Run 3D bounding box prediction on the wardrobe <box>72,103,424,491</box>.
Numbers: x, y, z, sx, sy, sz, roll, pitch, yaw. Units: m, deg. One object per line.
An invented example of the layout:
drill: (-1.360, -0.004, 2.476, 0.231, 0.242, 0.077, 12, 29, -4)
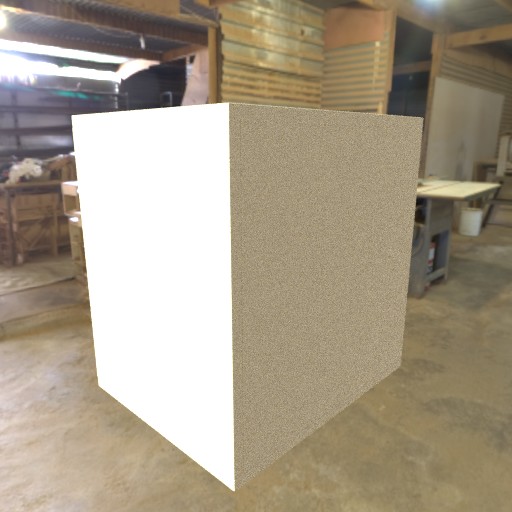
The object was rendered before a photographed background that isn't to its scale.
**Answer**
wardrobe: (0.000, 0.000, 0.866, 0.400, 0.520, 0.500, 14, 20, 42)
